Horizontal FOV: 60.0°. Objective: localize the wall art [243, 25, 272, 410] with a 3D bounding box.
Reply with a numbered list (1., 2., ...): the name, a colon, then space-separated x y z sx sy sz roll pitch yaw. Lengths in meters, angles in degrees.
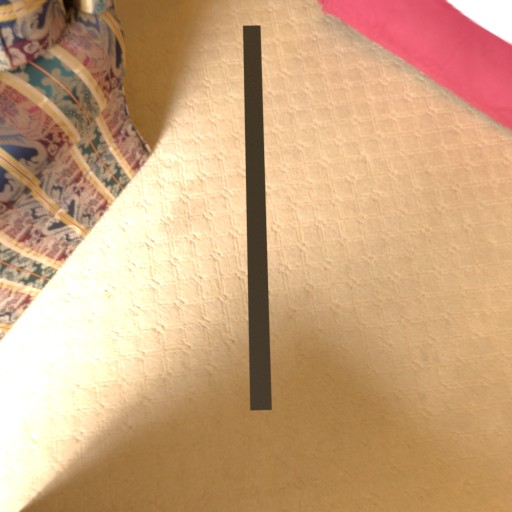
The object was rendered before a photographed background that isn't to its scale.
1. wall art: 0.000 0.000 1.405 0.039 1.061 0.804 -1 78 0
